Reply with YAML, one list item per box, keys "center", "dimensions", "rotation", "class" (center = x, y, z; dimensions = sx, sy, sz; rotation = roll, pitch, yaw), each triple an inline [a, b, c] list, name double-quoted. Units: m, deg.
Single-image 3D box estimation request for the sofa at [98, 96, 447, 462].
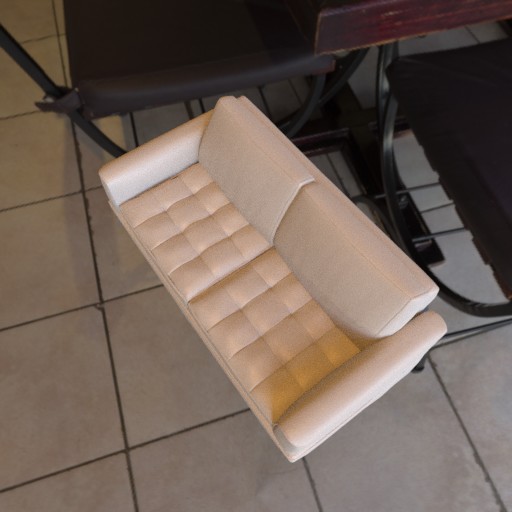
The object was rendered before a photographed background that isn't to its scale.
- center: [0.000, 0.000, 2.782]
  dimensions: [1.121, 0.930, 2.177]
  rotation: [-33, 67, -16]
  class: "sofa"
